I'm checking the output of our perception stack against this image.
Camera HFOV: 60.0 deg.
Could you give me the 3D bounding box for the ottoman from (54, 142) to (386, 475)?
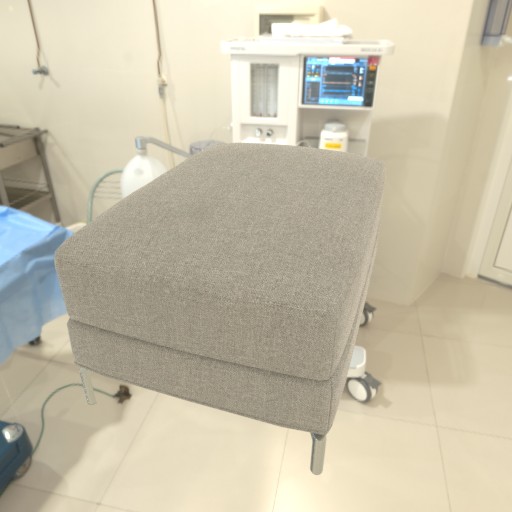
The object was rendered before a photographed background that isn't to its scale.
[{"bbox_3d":[0.000,0.000,1.169,0.584,0.457,0.838,10,31,17],"label":"ottoman"}]
